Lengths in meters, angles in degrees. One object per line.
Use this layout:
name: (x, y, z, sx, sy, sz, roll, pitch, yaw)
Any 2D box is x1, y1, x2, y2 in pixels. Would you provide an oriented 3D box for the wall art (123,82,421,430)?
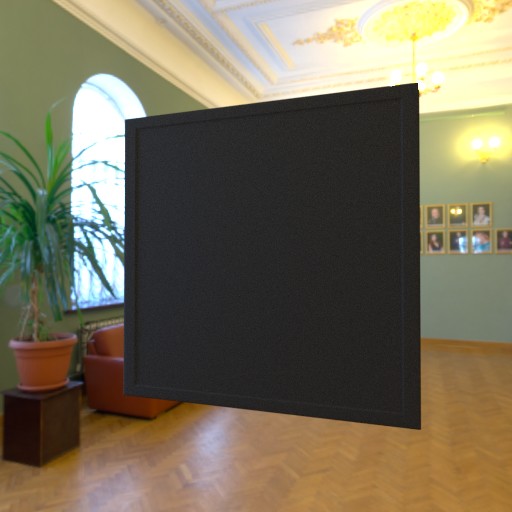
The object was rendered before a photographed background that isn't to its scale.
wall art: (0.000, 0.000, 0.809, 0.562, 0.558, 0.012, 0, -1, 19)
